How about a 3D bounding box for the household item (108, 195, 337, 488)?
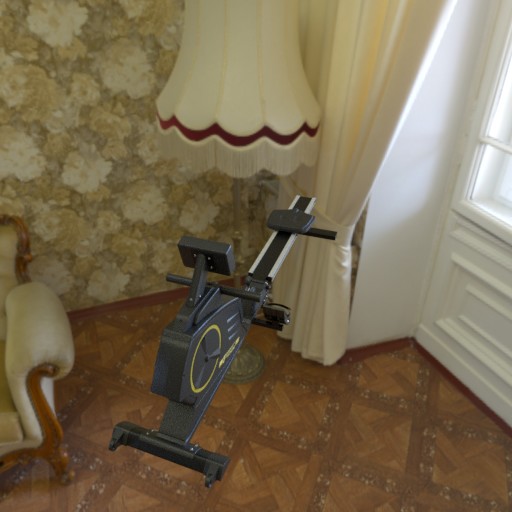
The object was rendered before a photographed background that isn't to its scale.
[{"bbox_3d":[0.000,0.000,2.502,0.521,0.810,2.251,11,33,18],"label":"household item"}]
